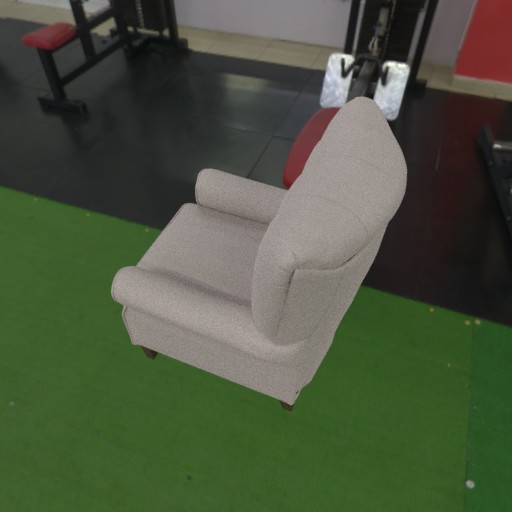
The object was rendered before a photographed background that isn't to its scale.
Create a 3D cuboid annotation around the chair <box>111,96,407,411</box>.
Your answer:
[{"bbox_3d":[0.000,0.000,1.917,1.025,1.209,0.942,17,50,15],"label":"chair"}]
